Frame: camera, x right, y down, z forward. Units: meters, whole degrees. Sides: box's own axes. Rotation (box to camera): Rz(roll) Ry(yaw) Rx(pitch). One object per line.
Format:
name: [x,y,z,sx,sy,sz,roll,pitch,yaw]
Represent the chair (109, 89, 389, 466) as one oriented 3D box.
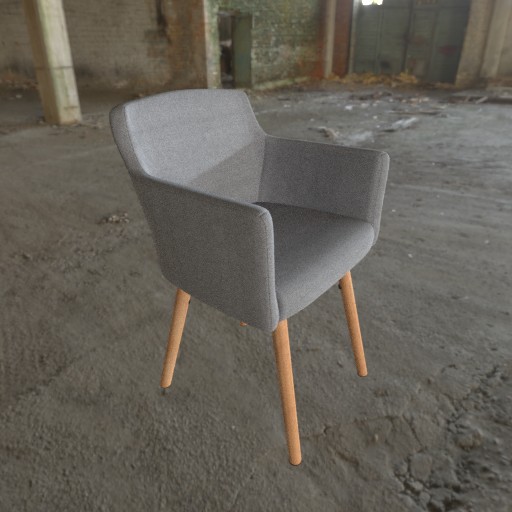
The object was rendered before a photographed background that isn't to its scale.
chair: [0.000,0.000,1.148,0.540,0.780,0.570,18,31,32]
